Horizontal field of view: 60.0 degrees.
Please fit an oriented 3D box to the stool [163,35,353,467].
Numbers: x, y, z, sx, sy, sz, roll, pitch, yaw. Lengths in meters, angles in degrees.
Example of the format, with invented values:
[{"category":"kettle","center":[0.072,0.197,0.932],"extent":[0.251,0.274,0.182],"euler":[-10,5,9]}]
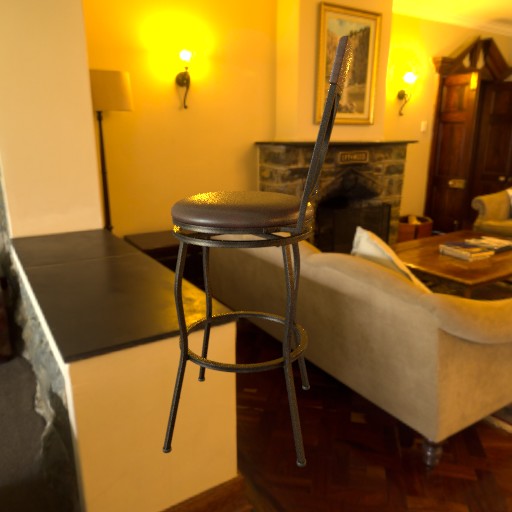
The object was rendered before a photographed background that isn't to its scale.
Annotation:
[{"category":"stool","center":[0.000,0.000,1.355],"extent":[0.513,1.130,0.448],"euler":[2,15,8]}]
